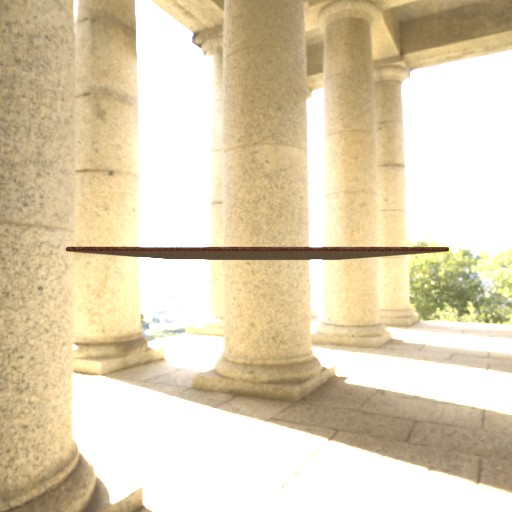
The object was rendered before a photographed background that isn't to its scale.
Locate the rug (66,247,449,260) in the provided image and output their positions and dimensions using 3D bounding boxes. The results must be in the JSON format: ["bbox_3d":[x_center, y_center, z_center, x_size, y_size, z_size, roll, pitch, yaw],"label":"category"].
[{"bbox_3d":[0.000,0.000,2.315,1.219,0.016,1.829,0,-1,0],"label":"rug"}]
